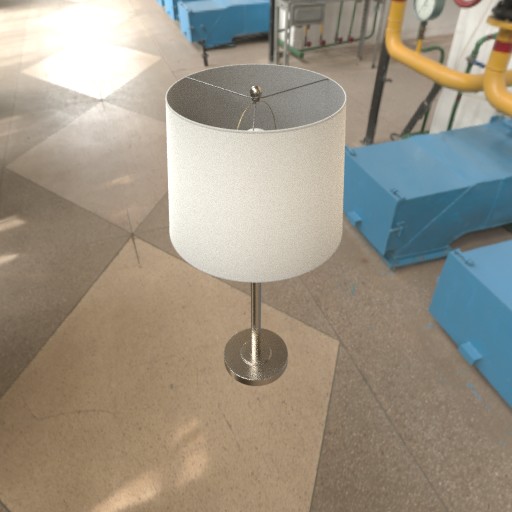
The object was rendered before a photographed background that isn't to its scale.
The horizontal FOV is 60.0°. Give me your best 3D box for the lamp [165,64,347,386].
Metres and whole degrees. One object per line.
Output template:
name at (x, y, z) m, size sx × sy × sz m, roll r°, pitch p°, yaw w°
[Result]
lamp at (0.000, 0.000, 0.916) m, size 0.333 × 0.696 × 0.333 m, roll 0°, pitch 40°, yaw 0°
